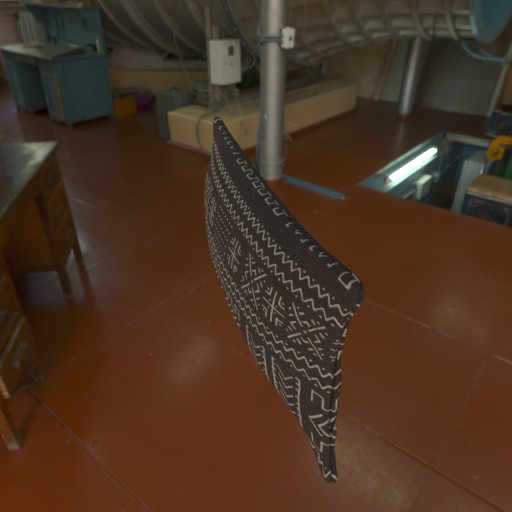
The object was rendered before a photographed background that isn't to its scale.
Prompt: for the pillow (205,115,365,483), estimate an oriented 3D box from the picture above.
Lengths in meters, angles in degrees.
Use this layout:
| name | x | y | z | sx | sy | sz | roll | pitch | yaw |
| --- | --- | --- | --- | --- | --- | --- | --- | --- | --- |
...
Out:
| name | x | y | z | sx | sy | sz | roll | pitch | yaw |
| --- | --- | --- | --- | --- | --- | --- | --- | --- | --- |
| pillow | 0.000 | 0.000 | 0.768 | 0.135 | 0.322 | 0.667 | -9 | 33 | -14 |
